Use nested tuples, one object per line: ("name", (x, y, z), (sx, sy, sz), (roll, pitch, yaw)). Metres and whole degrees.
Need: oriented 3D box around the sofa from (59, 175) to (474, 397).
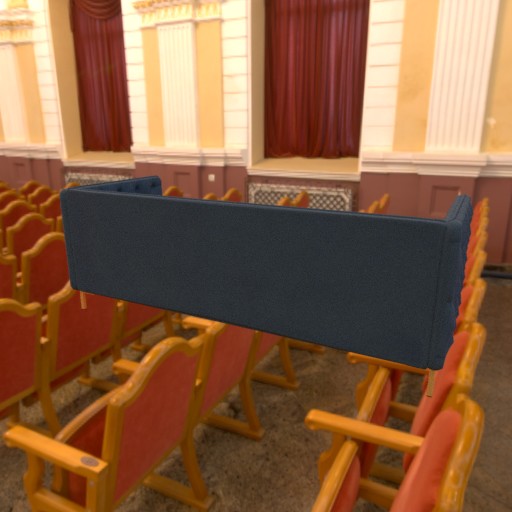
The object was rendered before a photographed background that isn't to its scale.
("sofa", (0.000, 0.000, 2.591), (2.209, 0.771, 0.895), (8, 18, 26))
